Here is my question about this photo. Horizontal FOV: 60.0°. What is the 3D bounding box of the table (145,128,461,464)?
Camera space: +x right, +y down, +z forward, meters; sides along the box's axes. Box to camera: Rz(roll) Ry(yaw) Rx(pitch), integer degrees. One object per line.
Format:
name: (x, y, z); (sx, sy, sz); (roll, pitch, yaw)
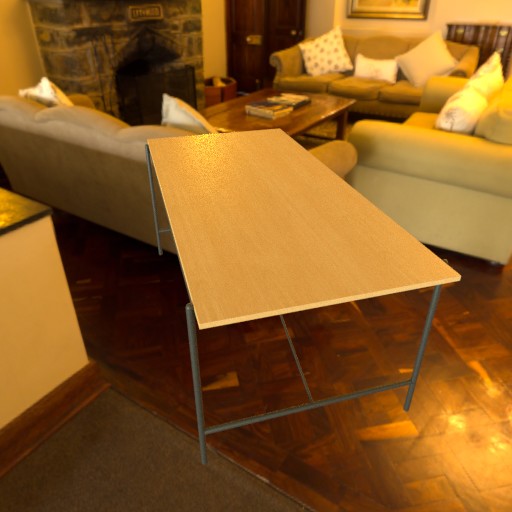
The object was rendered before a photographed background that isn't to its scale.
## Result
table: (0.000, 0.000, 2.261); (0.900, 0.758, 1.800); (-9, 32, -14)
